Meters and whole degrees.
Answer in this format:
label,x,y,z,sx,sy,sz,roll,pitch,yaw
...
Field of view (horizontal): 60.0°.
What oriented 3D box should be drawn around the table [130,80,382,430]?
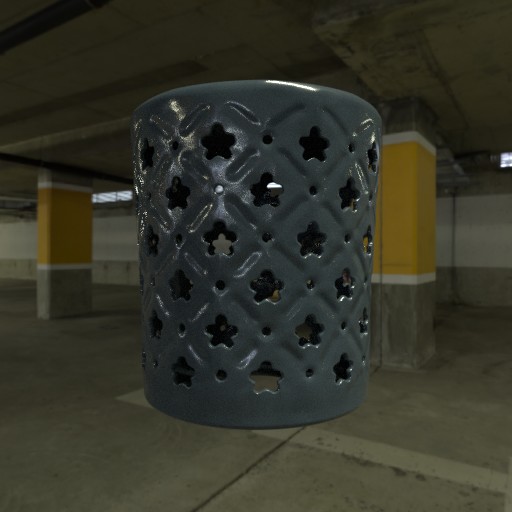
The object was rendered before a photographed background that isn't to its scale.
label,x,y,z,sx,sy,sz,roll,pitch,yaw
table,0.000,0.000,0.644,0.352,0.387,0.352,0,1,0
